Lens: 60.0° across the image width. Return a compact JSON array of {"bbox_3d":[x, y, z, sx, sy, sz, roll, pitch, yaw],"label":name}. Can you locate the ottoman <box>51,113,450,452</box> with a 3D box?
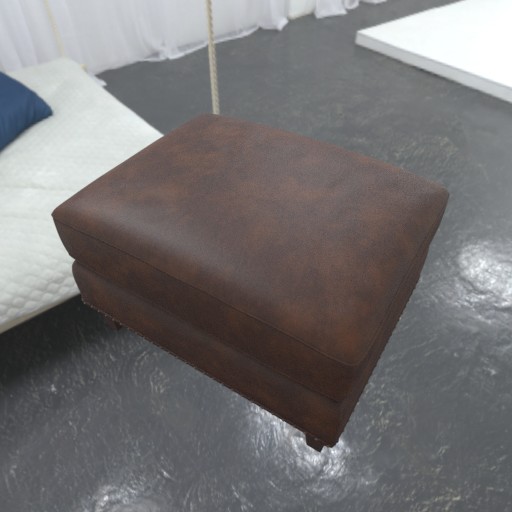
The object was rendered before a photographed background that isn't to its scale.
[{"bbox_3d":[0.000,0.000,1.127,0.742,0.486,0.586,24,49,23],"label":"ottoman"}]
